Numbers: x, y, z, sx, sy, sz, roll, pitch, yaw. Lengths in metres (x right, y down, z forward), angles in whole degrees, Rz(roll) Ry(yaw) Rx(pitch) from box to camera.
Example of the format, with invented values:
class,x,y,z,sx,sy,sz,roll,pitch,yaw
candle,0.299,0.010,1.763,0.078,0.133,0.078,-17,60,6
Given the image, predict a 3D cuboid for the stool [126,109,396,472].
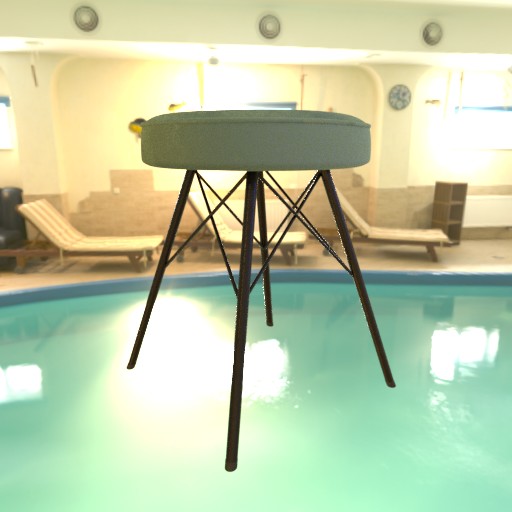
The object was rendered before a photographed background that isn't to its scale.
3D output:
class,x,y,z,sx,sy,sz,roll,pitch,yaw
stool,0.000,0.000,0.860,0.458,0.519,0.457,-8,16,-28
